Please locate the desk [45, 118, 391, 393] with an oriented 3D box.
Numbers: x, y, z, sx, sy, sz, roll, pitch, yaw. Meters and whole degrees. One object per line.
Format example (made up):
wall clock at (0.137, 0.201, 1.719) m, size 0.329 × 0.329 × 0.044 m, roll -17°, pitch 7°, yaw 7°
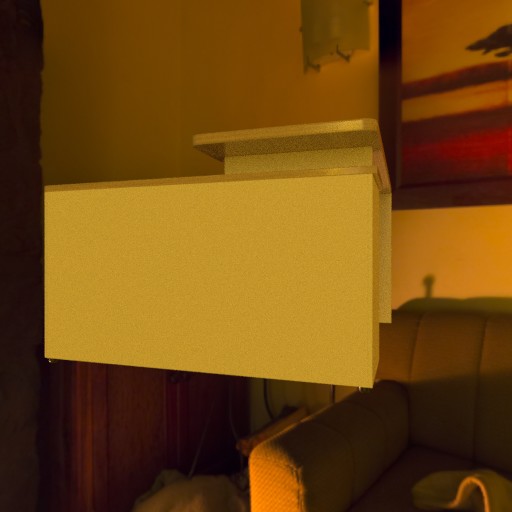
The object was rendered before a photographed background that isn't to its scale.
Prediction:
desk at (0.000, 0.000, 2.072) m, size 1.175 × 0.770 × 1.400 m, roll 0°, pitch 0°, yaw 19°
